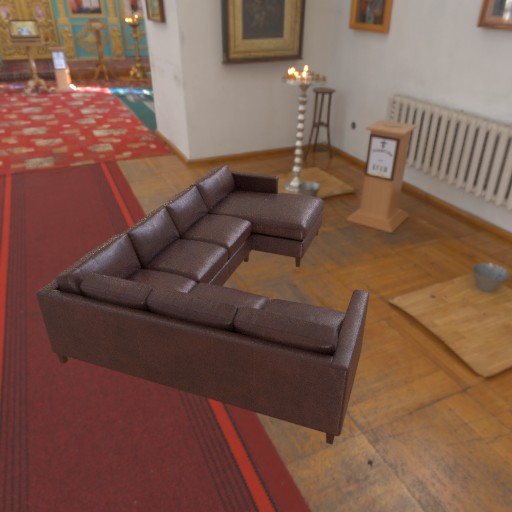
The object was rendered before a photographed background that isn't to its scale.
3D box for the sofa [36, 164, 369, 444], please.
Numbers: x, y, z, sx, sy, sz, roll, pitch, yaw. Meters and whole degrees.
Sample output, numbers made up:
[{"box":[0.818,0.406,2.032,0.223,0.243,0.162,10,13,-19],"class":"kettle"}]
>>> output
[{"box":[0.000,0.000,4.580,2.452,0.891,3.324,10,30,18],"class":"sofa"}]
